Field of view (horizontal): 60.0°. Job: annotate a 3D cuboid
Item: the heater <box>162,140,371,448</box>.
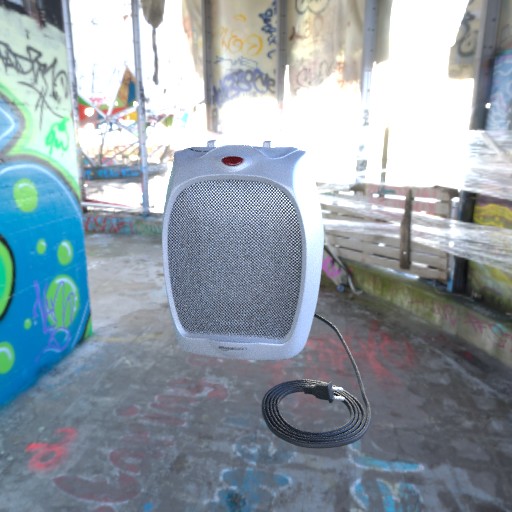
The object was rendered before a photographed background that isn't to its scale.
[{"bbox_3d":[0.000,0.000,0.473,0.239,0.240,0.291,2,15,9],"label":"heater"}]
